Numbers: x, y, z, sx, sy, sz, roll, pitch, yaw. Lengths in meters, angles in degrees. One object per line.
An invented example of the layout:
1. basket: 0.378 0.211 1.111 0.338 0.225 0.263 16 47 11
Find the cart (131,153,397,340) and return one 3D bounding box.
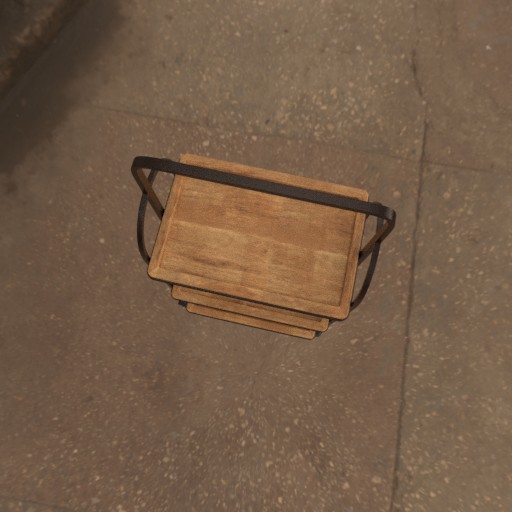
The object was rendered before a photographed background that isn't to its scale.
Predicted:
1. cart: 0.000 0.000 1.255 0.553 1.001 0.327 12 76 3
